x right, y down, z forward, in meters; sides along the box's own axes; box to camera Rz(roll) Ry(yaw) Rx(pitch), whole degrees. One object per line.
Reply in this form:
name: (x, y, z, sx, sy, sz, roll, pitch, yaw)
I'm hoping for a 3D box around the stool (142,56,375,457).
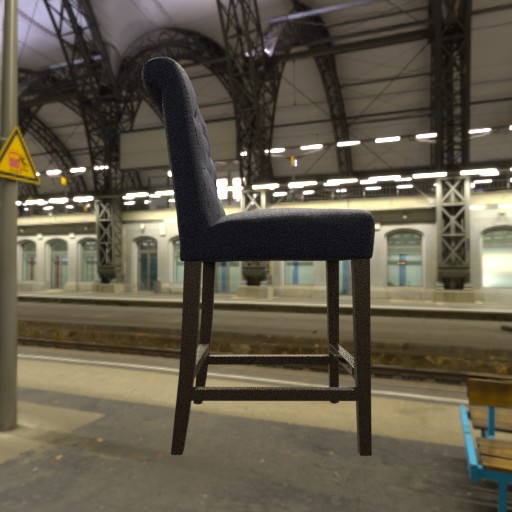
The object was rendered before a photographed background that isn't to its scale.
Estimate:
stool: (0.000, 0.000, 1.335, 0.601, 1.010, 0.493, 0, -1, 0)
